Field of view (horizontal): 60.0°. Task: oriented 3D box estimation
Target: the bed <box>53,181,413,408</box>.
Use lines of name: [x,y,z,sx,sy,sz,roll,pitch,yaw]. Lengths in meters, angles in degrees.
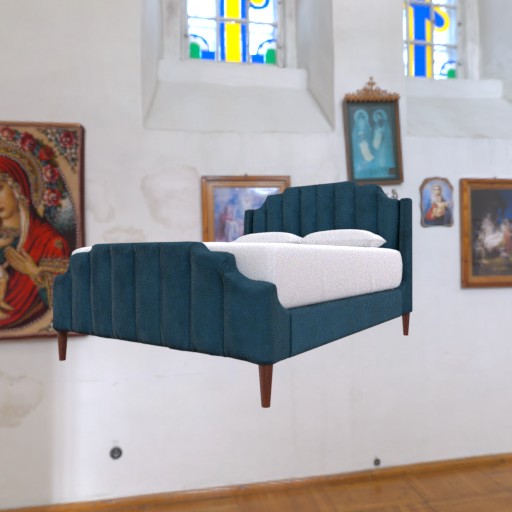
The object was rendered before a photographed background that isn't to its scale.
bed: [0.000,0.000,3.311,1.676,1.351,2.322,0,0,34]
